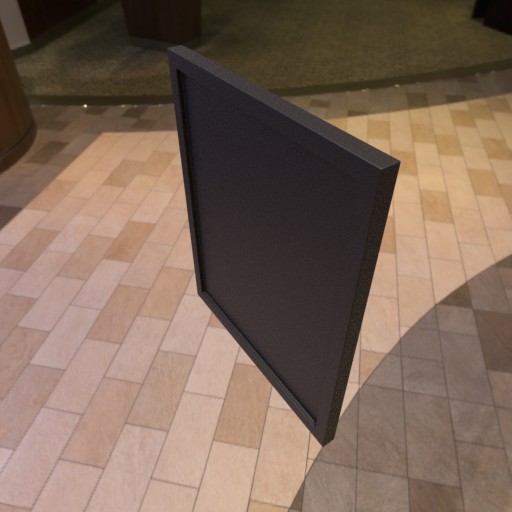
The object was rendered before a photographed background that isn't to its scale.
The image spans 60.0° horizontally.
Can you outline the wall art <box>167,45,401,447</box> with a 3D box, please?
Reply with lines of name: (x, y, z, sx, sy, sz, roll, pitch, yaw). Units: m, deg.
wall art: (0.000, 0.000, 0.748, 0.028, 0.559, 0.457, -24, 47, -25)
